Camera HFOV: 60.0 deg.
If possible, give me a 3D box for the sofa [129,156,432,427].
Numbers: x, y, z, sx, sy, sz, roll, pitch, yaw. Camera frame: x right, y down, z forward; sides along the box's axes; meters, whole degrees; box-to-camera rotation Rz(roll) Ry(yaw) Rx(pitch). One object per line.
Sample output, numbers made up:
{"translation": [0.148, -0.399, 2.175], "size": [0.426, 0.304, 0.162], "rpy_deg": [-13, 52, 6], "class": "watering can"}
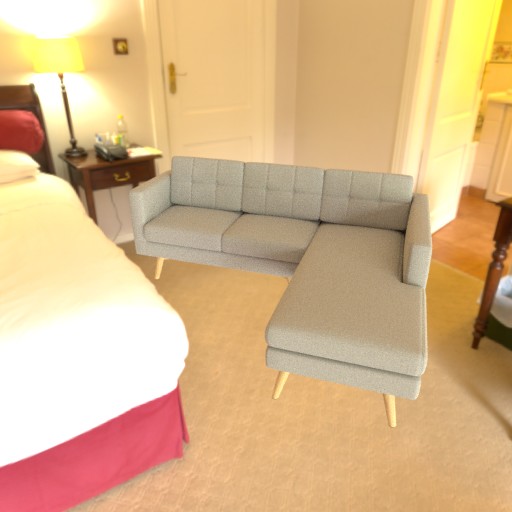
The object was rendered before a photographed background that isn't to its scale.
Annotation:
{"translation": [0.000, 0.000, 2.813], "size": [2.040, 0.860, 1.530], "rpy_deg": [8, 27, 16], "class": "sofa"}
